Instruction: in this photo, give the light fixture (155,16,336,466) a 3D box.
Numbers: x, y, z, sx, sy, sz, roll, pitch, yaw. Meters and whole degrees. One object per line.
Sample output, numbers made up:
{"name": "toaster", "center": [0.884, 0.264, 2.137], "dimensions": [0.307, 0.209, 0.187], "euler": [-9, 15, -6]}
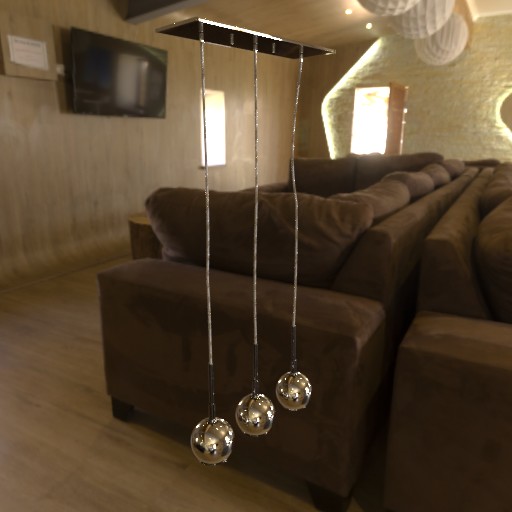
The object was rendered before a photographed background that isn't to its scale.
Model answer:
{"name": "light fixture", "center": [0.000, 0.000, 1.582], "dimensions": [0.188, 1.408, 0.623], "euler": [14, 20, 43]}
